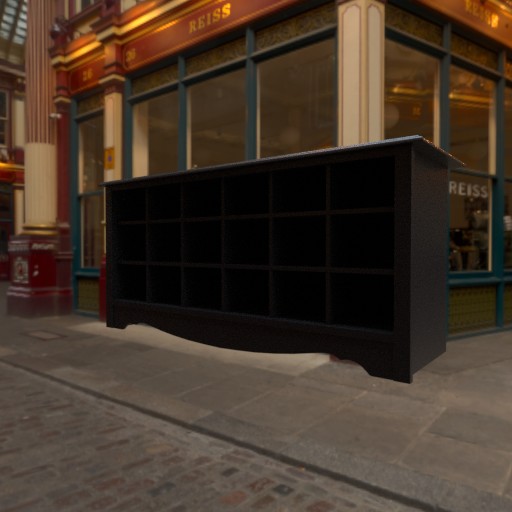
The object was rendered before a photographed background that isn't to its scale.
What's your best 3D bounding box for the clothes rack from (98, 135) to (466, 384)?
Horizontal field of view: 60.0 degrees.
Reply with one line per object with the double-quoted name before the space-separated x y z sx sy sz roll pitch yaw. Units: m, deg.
"clothes rack" 0.000 0.000 1.496 1.219 0.556 0.406 1 2 37
